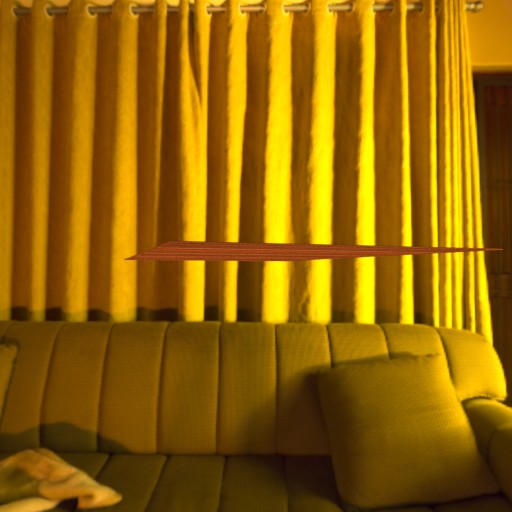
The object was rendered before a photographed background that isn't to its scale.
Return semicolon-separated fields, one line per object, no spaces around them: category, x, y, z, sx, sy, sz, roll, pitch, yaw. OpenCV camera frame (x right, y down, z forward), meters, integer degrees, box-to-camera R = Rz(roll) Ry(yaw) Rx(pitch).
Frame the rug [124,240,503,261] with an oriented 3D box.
rug;0.000;0.000;2.915;1.523;0.008;2.438;1;-2;-20
